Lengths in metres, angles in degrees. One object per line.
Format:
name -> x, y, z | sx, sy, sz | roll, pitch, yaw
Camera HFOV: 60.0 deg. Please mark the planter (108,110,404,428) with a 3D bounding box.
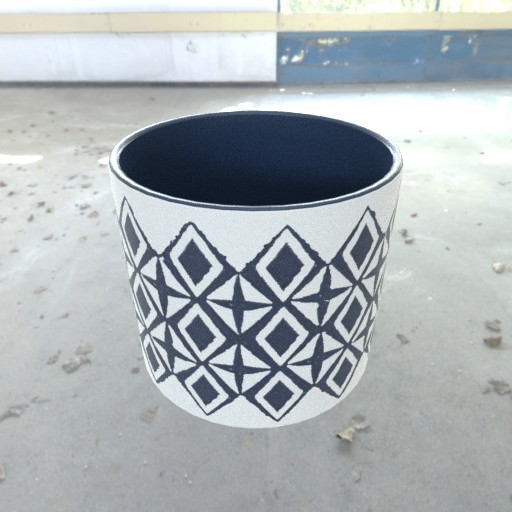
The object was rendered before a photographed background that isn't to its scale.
planter -> 0.000, 0.000, 0.400 | 0.224, 0.203, 0.224 | 0, 32, 0
